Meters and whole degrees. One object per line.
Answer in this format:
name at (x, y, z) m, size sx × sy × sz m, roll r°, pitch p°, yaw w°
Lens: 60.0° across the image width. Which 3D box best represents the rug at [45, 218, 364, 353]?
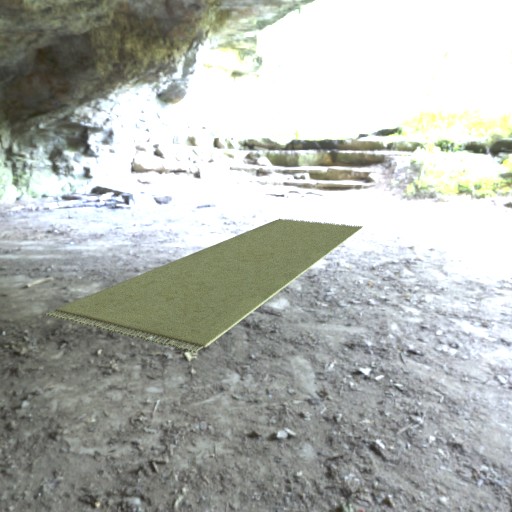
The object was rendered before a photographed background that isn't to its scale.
rug at (0.000, 0.000, 2.859) m, size 0.795 × 0.015 × 2.544 m, roll 8°, pitch 17°, yaw 26°
